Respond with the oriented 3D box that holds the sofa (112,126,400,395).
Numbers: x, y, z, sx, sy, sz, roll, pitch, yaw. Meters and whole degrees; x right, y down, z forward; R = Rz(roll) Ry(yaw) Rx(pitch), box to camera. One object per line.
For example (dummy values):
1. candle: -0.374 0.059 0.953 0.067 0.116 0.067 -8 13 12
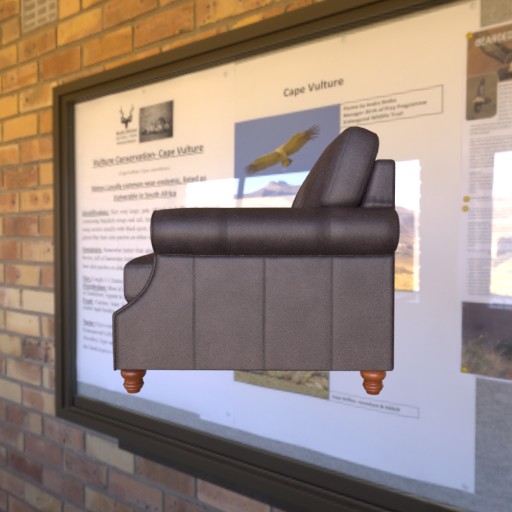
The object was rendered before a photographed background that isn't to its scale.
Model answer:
1. sofa: 0.000 0.000 2.334 1.030 0.979 1.663 0 1 1
